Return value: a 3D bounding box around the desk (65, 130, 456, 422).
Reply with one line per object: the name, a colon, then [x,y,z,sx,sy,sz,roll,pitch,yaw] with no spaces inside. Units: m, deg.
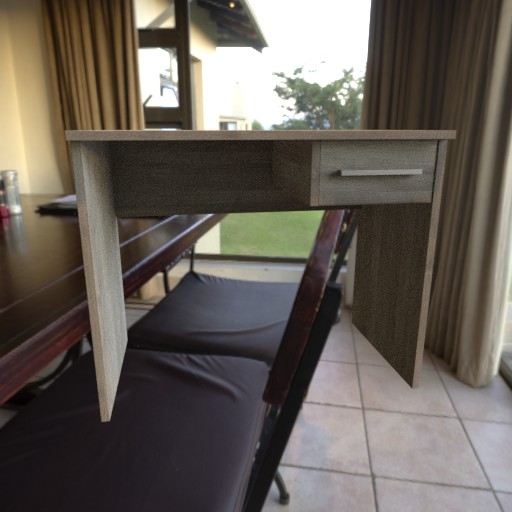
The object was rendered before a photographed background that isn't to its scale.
desk: [0.000,0.000,1.328,0.893,0.724,0.498,-3,16,-10]
